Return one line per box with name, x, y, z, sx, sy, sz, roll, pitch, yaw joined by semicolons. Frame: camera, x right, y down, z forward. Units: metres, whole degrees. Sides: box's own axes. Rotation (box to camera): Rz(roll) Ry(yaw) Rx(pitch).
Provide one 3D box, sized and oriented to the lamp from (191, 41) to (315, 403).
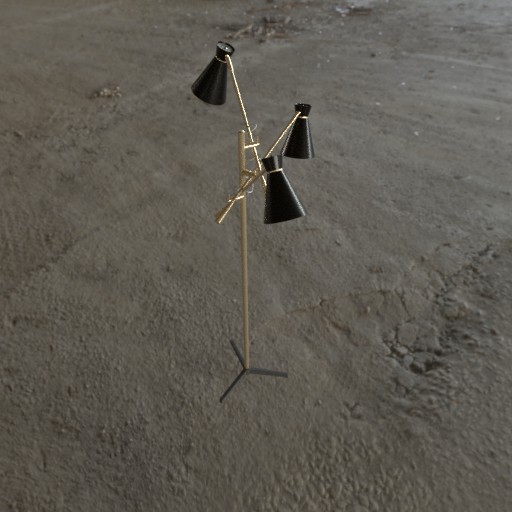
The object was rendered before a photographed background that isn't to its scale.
lamp;0.000;0.000;2.140;0.750;1.804;0.653;26;47;26
